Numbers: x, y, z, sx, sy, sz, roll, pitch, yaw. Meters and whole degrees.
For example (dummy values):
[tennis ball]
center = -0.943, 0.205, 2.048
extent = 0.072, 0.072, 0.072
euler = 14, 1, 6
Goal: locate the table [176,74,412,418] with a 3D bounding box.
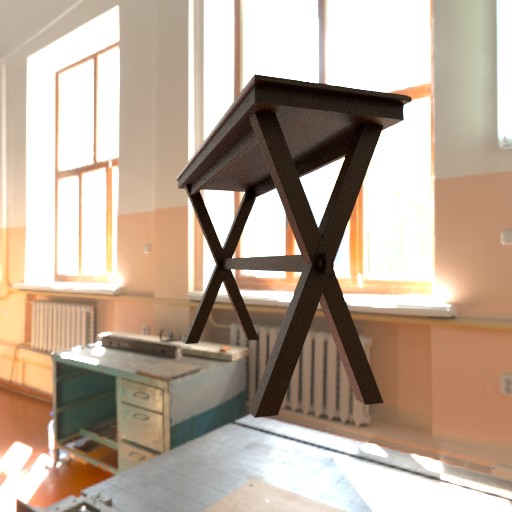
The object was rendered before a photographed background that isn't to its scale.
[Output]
[table]
center = 0.000, 0.000, 1.570
extent = 0.399, 0.763, 1.197
euler = 0, -1, -18
